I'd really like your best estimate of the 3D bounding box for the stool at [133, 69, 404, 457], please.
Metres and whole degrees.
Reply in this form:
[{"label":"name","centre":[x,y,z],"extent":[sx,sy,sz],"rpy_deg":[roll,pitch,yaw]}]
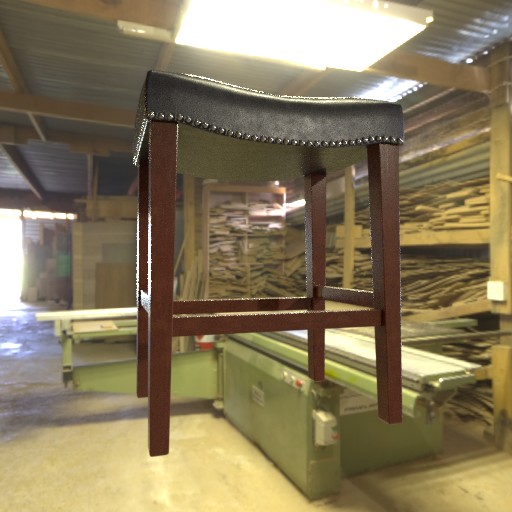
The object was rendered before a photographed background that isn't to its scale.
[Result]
[{"label":"stool","centre":[0.000,0.000,0.961],"extent":[0.504,0.654,0.372],"rpy_deg":[0,-1,-18]}]
